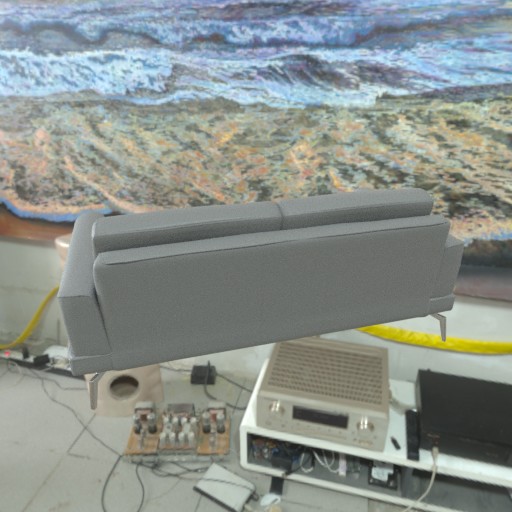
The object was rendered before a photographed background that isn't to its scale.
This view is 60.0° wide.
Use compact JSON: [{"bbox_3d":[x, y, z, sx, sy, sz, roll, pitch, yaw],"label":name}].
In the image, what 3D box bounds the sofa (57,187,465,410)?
[{"bbox_3d":[0.000,0.000,2.708,2.177,0.930,1.121,-7,27,-14],"label":"sofa"}]
